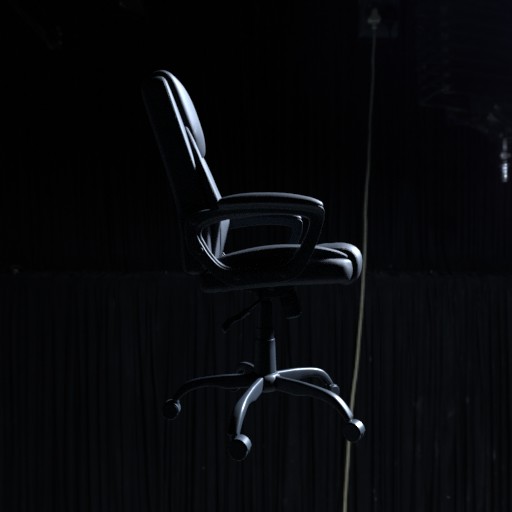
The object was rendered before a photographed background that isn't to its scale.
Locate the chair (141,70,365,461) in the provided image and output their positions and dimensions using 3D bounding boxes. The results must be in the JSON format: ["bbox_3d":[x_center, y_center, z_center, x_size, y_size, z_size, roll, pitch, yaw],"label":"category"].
[{"bbox_3d":[0.000,0.000,1.461,0.655,1.072,0.615,0,1,-1],"label":"chair"}]
